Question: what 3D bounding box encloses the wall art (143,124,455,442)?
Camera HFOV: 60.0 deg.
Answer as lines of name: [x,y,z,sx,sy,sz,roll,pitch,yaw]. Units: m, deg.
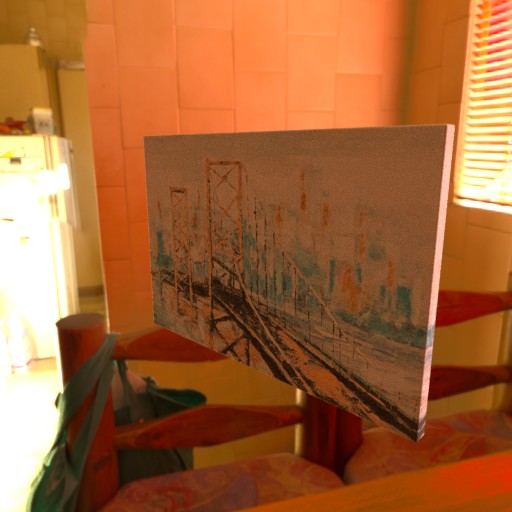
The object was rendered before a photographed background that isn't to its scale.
wall art: [0.000,0.000,1.127,0.913,0.609,0.038,12,18,42]
